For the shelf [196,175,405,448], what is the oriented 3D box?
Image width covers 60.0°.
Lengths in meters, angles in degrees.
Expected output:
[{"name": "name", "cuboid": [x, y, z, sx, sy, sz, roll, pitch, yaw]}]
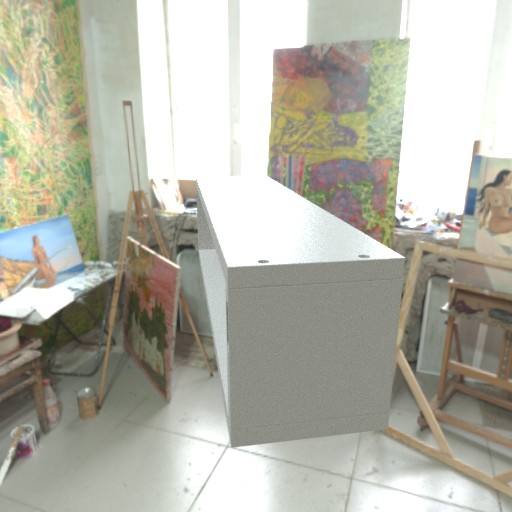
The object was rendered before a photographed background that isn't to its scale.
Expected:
[{"name": "shelf", "cuboid": [0.000, 0.000, 0.672, 0.150, 0.170, 0.610, -3, 17, -9]}]
